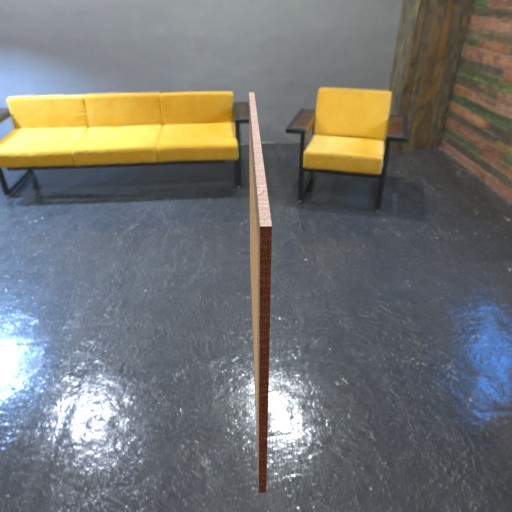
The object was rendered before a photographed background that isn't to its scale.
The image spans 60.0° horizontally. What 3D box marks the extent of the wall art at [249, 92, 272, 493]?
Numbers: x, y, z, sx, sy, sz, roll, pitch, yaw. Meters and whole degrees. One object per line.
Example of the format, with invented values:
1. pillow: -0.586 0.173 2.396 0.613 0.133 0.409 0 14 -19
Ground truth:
1. wall art: 0.000 0.000 1.372 0.020 0.761 1.056 -1 31 -2
